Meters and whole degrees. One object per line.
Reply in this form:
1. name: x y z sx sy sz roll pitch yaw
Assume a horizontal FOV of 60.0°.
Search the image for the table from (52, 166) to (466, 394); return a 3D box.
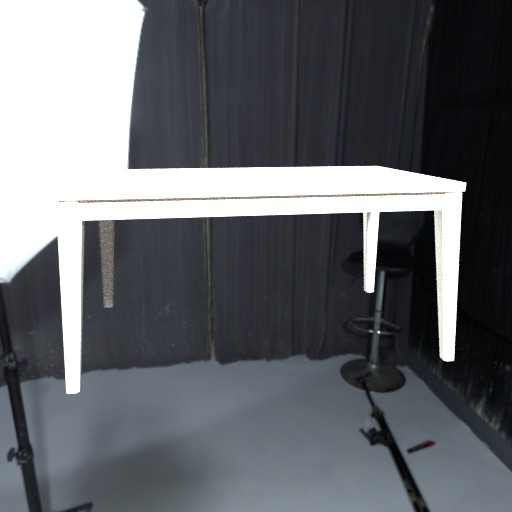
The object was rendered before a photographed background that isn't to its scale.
1. table: 0.000 0.000 2.119 1.600 0.760 0.900 -3 16 -9
